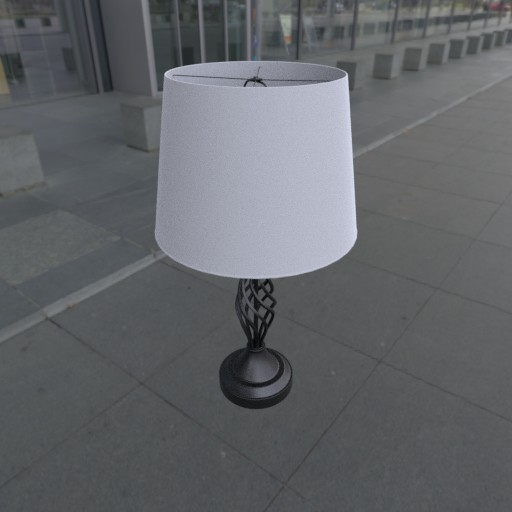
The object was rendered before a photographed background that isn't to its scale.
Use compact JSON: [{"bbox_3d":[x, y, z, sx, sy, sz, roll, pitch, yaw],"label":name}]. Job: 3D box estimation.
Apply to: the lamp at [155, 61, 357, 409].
[{"bbox_3d":[0.000,0.000,0.768,0.331,0.594,0.331,0,30,0],"label":"lamp"}]
